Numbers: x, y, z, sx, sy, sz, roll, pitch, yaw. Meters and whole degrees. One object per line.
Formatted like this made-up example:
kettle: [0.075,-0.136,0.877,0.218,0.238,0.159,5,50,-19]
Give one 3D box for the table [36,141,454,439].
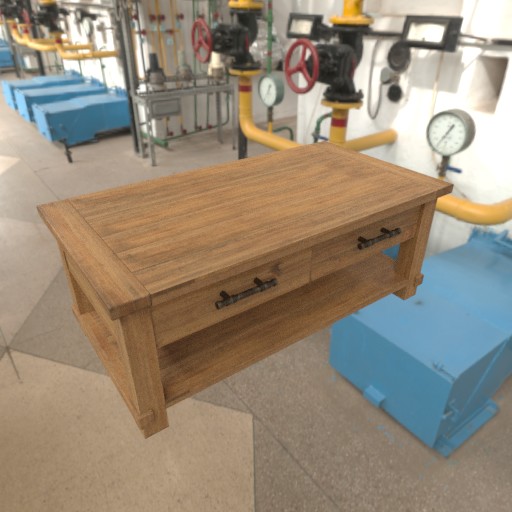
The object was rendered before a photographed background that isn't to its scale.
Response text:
table: [0.000,0.000,1.642,1.270,0.494,0.693,-20,36,-30]
